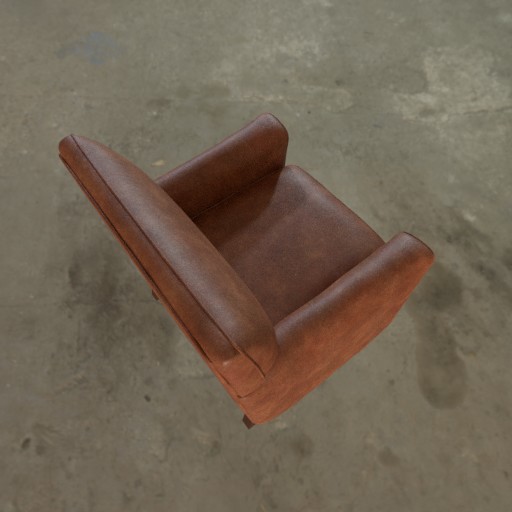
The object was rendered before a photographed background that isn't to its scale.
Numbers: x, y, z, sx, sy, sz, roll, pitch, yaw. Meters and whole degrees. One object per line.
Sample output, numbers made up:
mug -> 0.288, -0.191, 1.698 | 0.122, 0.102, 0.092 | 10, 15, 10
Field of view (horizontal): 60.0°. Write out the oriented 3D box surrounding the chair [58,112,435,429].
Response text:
chair -> 0.000, 0.000, 1.574 | 0.823, 0.943, 0.870 | -33, 63, -19
